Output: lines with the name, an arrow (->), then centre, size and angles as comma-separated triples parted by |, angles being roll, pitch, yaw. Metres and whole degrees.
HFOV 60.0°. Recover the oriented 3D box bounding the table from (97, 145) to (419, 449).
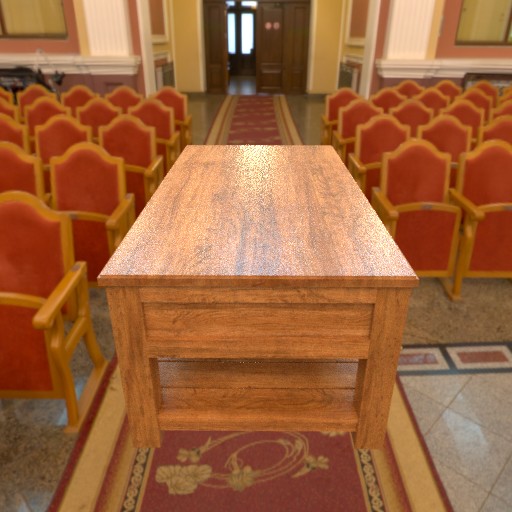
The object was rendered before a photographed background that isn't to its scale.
table -> 0.000, 0.000, 1.470 | 0.635, 0.480, 1.150 | 0, 26, 0
